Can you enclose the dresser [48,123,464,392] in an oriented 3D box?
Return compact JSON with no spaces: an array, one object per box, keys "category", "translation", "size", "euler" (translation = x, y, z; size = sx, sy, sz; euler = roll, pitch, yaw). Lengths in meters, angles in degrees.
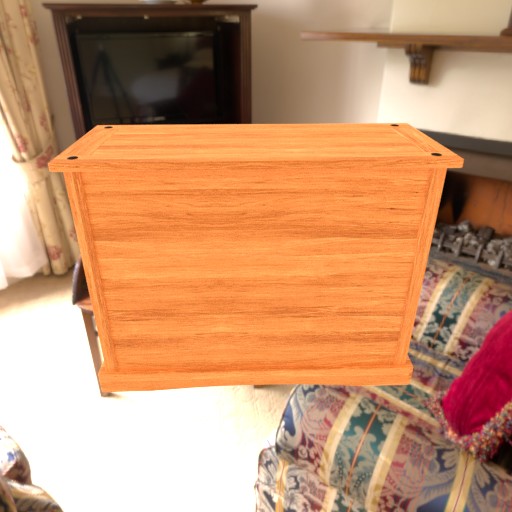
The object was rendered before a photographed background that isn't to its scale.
[{"category":"dresser","translation":[0.000,0.000,1.406],"size":[0.990,0.740,0.410],"euler":[-1,28,-2]}]
